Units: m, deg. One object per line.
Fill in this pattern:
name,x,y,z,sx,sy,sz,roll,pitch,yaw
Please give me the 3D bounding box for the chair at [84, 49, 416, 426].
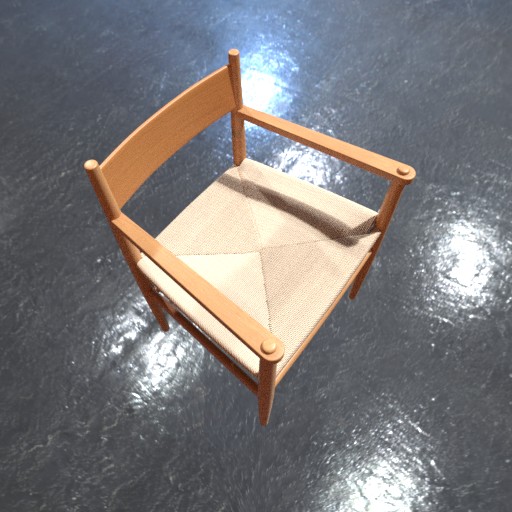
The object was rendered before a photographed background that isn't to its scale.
chair,0.000,0.000,1.155,0.495,0.762,0.556,32,64,18
